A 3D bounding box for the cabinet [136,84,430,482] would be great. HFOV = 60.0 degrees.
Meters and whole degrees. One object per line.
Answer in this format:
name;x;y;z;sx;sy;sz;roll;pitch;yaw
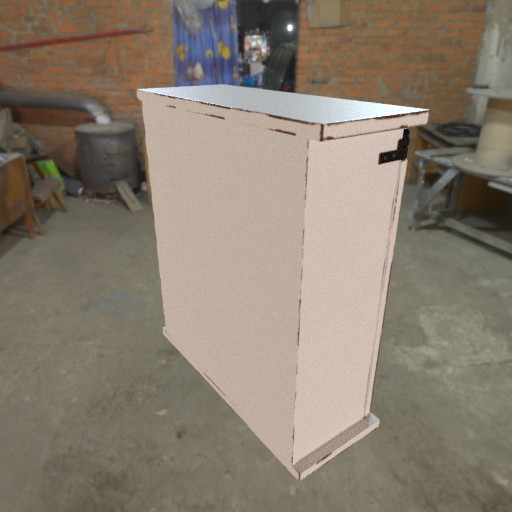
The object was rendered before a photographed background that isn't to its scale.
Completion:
cabinet;0.000;0.000;0.892;0.210;0.603;0.541;-18;31;-32
